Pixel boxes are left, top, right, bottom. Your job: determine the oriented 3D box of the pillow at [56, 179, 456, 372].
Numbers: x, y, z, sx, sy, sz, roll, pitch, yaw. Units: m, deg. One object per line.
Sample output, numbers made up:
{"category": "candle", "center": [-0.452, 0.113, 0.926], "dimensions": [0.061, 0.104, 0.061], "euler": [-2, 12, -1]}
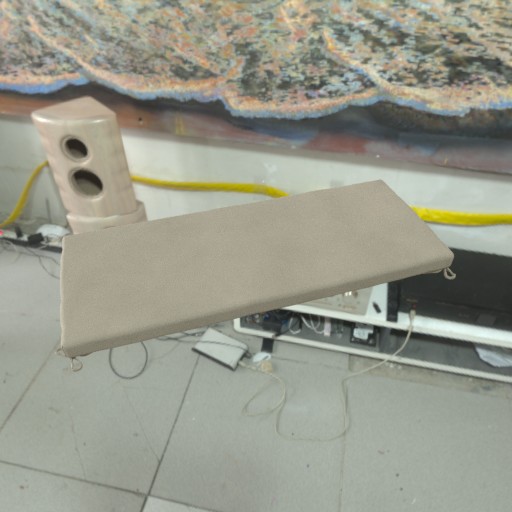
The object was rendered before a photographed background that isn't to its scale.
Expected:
{"category": "pillow", "center": [0.000, 0.000, 1.380], "dimensions": [1.187, 0.081, 0.492], "euler": [-12, 43, -13]}
